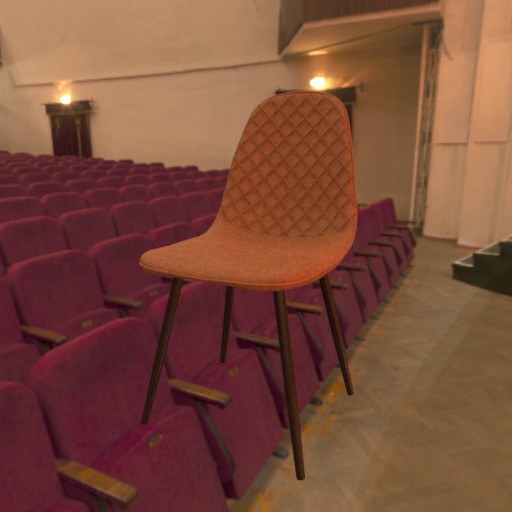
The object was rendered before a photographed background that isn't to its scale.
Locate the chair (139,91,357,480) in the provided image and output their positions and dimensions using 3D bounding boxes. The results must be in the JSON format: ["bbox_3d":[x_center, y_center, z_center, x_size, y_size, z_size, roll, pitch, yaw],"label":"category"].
[{"bbox_3d":[0.000,0.000,1.183,0.472,0.889,0.561,7,15,27],"label":"chair"}]
